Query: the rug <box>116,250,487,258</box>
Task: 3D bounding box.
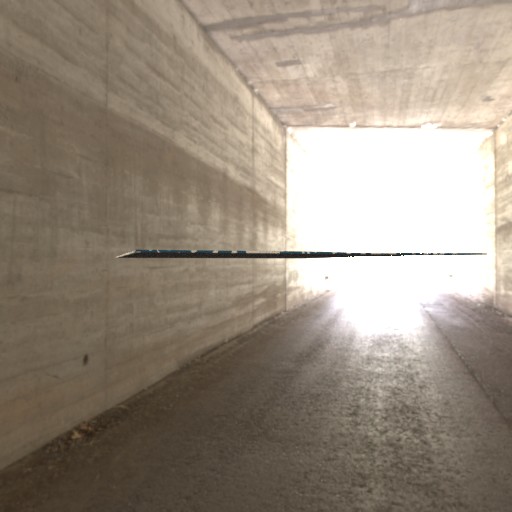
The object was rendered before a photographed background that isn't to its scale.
[{"bbox_3d":[0.000,0.000,4.159,2.416,0.014,3.017,0,-1,-19],"label":"rug"}]
